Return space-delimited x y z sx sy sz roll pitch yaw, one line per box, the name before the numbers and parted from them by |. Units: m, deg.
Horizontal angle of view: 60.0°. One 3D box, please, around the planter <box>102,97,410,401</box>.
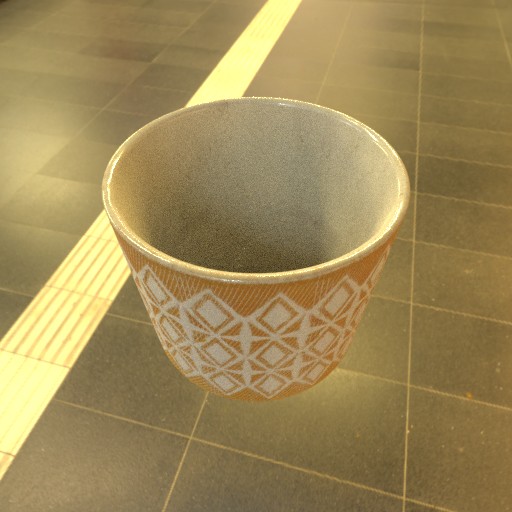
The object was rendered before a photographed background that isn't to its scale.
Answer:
planter | 0.000 0.000 0.343 0.193 0.165 0.193 0 46 0
